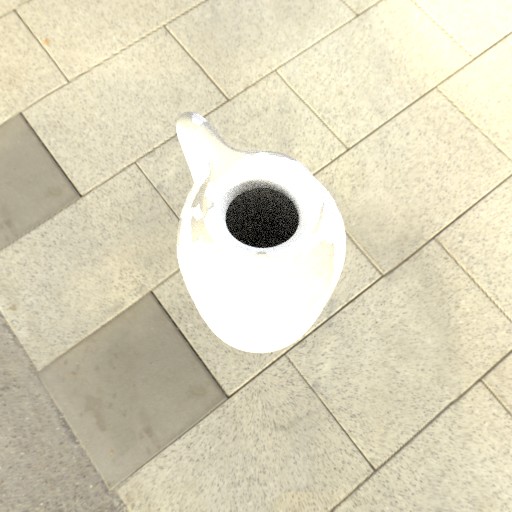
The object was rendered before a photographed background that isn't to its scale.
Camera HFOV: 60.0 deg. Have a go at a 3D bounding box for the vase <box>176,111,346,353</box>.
[{"bbox_3d":[0.000,0.000,0.506,0.186,0.382,0.203,-39,78,-10],"label":"vase"}]
